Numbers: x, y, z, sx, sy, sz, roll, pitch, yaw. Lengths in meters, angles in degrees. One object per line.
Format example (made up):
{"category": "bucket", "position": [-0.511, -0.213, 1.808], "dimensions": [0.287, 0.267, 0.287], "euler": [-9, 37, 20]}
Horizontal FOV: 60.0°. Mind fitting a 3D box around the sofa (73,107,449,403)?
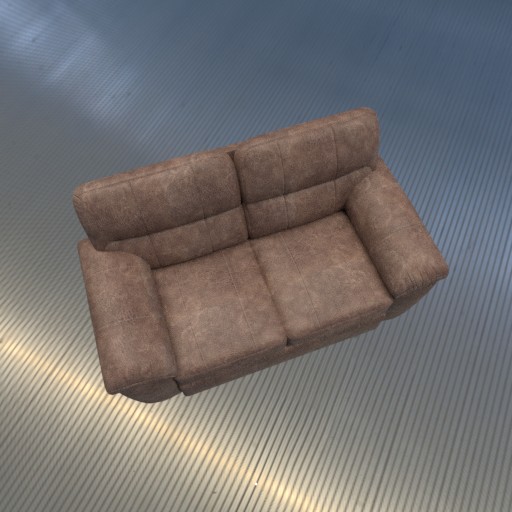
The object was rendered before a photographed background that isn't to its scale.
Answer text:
{"category": "sofa", "position": [0.000, 0.000, 2.384], "dimensions": [1.753, 0.991, 0.991], "euler": [-18, 64, -9]}
